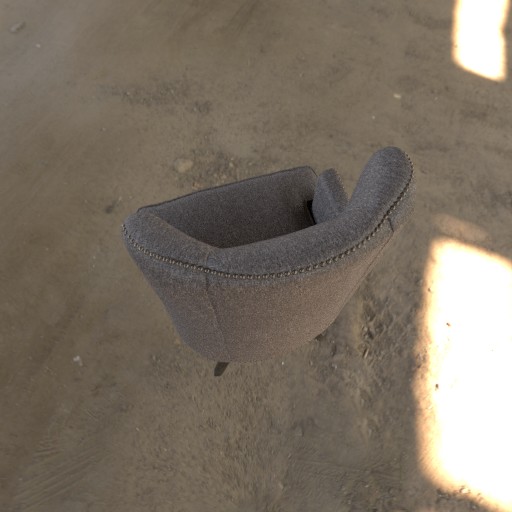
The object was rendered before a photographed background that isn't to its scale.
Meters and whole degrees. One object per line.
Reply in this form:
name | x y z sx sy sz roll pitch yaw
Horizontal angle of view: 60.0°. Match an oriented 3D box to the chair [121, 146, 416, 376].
chair | 0.000 0.000 1.571 0.759 1.060 0.758 -16 60 -10
